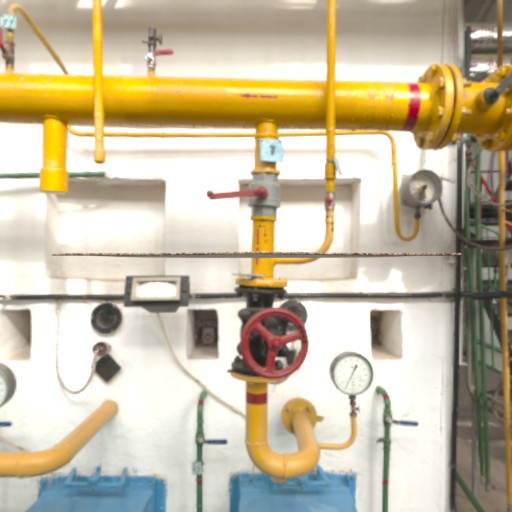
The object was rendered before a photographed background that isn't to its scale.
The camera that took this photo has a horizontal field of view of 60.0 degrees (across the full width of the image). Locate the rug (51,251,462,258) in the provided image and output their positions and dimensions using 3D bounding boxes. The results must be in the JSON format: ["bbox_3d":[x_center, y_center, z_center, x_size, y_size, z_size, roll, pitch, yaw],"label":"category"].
[{"bbox_3d":[0.000,0.000,4.185,2.436,0.024,3.226,0,0,0],"label":"rug"}]
